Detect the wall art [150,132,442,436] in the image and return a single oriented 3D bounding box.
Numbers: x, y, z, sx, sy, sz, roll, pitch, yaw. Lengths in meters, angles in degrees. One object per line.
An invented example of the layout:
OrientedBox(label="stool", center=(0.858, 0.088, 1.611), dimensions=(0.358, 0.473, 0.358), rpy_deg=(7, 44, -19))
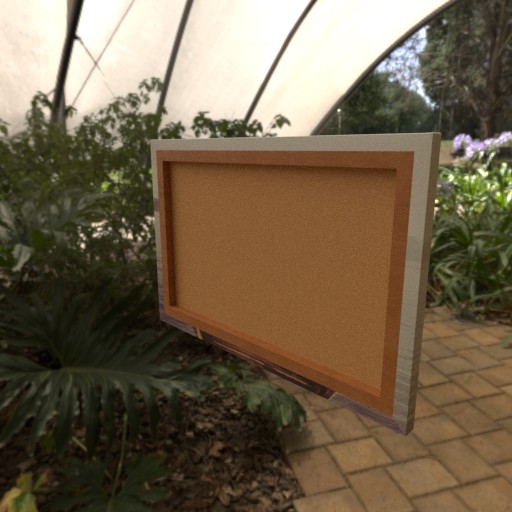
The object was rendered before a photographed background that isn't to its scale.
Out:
OrientedBox(label="wall art", center=(0.000, 0.000, 1.175), dimensions=(0.037, 0.609, 0.916), rpy_deg=(-13, 19, -43))
